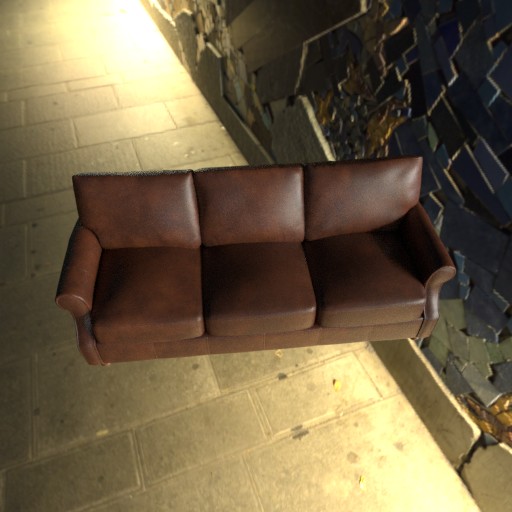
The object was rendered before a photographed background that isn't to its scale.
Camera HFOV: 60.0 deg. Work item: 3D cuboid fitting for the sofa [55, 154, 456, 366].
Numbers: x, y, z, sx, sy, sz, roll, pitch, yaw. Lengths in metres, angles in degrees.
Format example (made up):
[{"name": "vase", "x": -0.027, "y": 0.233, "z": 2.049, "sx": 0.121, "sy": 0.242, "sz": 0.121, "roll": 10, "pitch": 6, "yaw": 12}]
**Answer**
[{"name": "sofa", "x": 0.000, "y": 0.000, "z": 2.860, "sx": 2.351, "sy": 0.977, "sz": 0.973, "roll": -4, "pitch": 45, "yaw": -4}]
